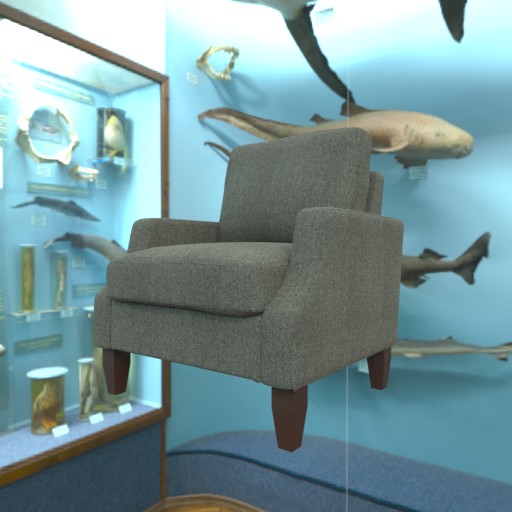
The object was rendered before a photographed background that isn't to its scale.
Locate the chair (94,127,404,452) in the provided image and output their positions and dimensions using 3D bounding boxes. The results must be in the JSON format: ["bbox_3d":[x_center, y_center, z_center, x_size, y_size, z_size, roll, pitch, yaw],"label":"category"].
[{"bbox_3d":[0.000,0.000,1.663,0.855,0.993,0.897,1,1,37],"label":"chair"}]
